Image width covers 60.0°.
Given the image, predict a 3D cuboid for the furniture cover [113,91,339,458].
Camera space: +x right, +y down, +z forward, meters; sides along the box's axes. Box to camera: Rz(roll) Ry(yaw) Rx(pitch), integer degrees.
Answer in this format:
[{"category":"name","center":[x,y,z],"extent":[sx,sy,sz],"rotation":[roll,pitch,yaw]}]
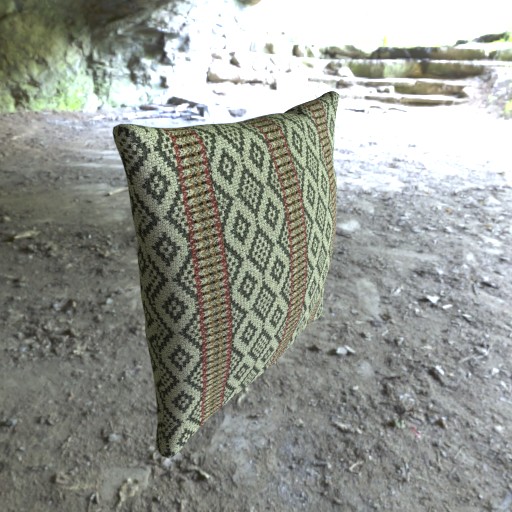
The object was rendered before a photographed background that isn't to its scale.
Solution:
[{"category":"furniture cover","center":[0.000,0.000,0.765],"extent":[0.182,0.506,0.503],"rotation":[18,31,32]}]
